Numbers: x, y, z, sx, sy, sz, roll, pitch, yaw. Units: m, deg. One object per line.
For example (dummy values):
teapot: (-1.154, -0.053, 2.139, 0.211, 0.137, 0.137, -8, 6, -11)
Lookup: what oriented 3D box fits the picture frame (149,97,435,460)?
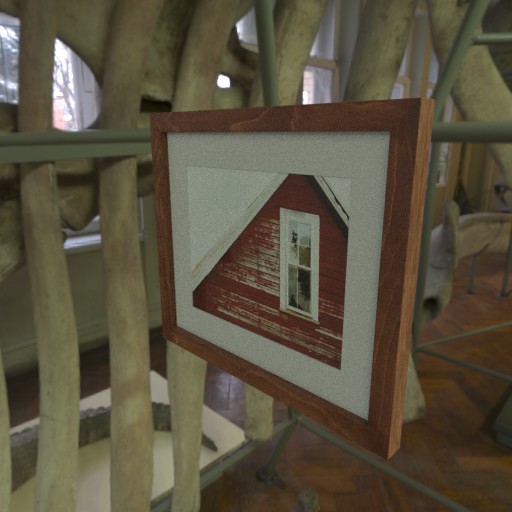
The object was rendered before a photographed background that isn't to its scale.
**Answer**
picture frame: (0.000, 0.000, 0.521, 0.381, 0.330, 0.025, 15, 21, 43)
